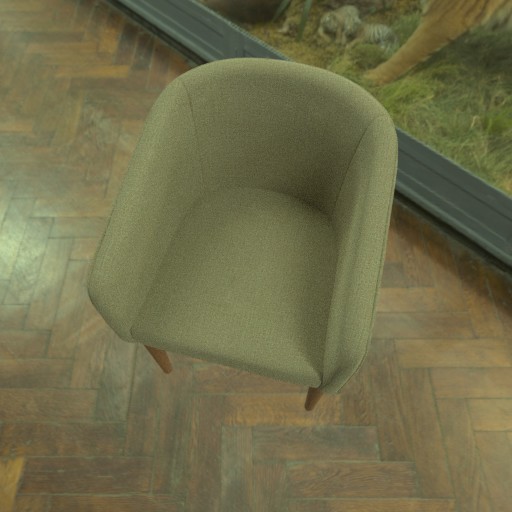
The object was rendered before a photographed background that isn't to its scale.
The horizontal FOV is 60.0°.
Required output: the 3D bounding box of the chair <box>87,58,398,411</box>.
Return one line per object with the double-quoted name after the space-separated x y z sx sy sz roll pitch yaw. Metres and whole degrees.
0.000 0.000 1.192 0.584 0.775 0.616 12 60 7 "chair"
